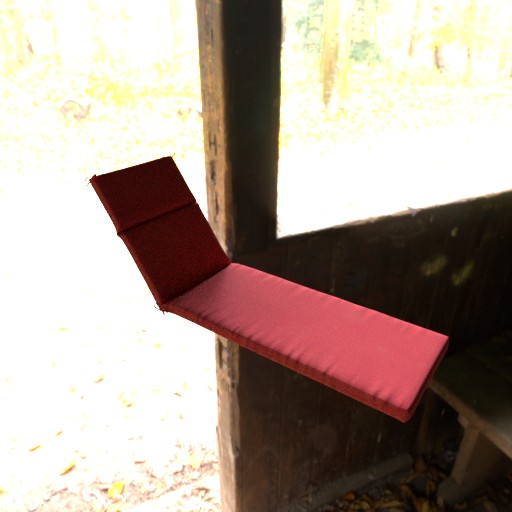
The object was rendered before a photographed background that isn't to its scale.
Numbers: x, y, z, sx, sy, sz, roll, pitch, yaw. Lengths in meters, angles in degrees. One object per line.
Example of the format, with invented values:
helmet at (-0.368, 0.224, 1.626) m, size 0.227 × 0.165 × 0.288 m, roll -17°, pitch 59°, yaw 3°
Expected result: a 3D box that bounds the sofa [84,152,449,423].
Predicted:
sofa at (0.000, 0.000, 2.008) m, size 1.663 × 0.622 × 0.582 m, roll 18°, pitch 32°, yaw 32°
